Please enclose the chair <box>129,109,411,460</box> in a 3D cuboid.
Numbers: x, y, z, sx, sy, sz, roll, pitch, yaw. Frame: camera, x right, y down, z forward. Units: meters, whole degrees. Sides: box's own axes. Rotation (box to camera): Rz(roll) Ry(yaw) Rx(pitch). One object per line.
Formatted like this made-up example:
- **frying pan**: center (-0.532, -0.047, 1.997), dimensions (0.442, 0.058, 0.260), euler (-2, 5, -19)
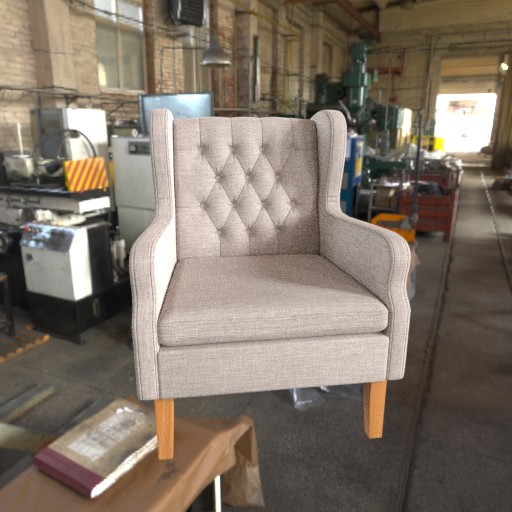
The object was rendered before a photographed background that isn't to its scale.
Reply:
- **chair**: center (0.000, 0.000, 1.449), dimensions (0.710, 0.930, 0.760), euler (-2, 16, -8)
